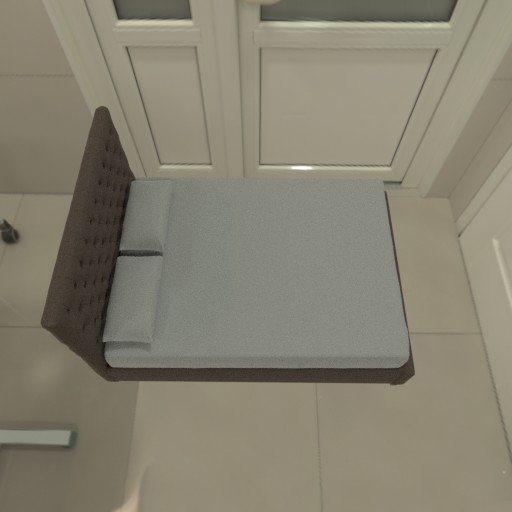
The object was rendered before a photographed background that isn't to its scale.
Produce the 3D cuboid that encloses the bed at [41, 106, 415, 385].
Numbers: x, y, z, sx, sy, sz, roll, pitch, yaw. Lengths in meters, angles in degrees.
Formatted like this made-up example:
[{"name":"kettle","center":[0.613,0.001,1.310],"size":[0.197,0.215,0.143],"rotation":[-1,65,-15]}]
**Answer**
[{"name":"bed","center":[0.000,0.000,3.422],"size":[2.387,1.427,1.698],"rotation":[1,61,0]}]
